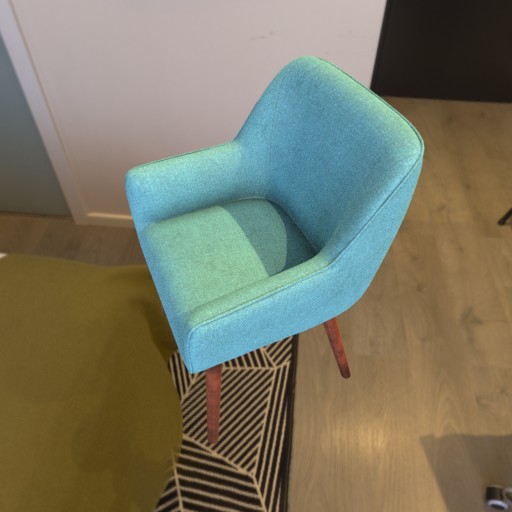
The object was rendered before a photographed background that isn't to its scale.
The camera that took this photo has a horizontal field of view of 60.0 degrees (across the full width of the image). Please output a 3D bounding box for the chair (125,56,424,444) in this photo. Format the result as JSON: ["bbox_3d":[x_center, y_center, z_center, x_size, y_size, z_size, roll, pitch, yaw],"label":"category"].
[{"bbox_3d":[0.000,0.000,1.137,0.519,0.803,0.543,-18,49,-16],"label":"chair"}]
